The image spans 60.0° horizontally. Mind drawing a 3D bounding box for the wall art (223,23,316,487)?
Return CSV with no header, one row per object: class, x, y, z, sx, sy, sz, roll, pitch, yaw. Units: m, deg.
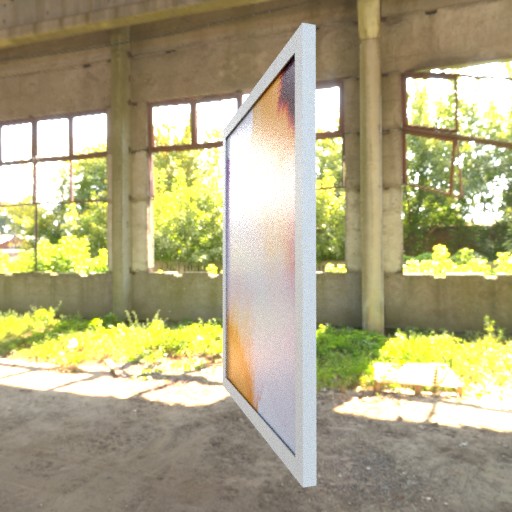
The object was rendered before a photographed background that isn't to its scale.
wall art,0.000,0.000,1.094,0.026,0.811,0.661,0,-1,-16
